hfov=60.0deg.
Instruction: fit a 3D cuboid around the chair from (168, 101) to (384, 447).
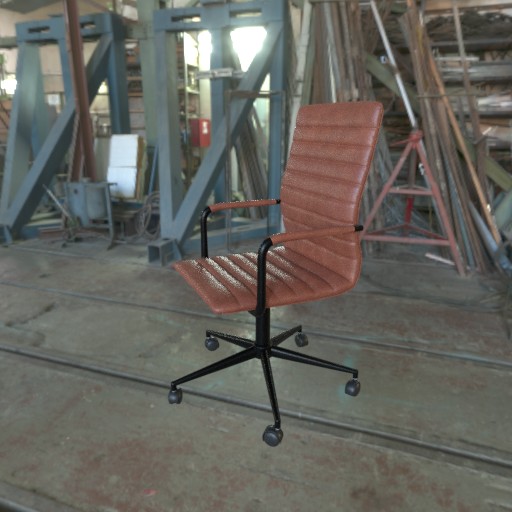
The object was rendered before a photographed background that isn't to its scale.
[{"bbox_3d":[0.000,0.000,1.326,0.578,0.878,0.600,-8,19,-24],"label":"chair"}]
